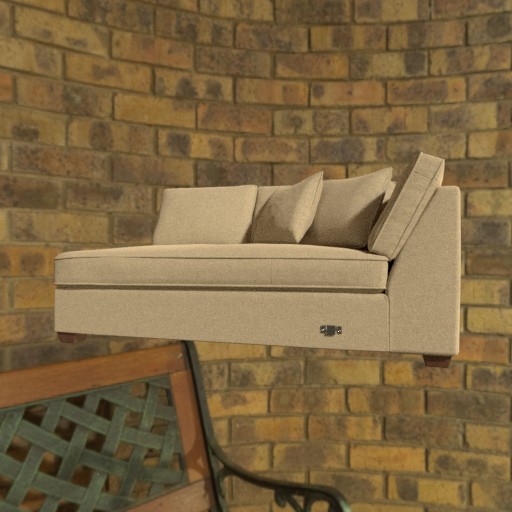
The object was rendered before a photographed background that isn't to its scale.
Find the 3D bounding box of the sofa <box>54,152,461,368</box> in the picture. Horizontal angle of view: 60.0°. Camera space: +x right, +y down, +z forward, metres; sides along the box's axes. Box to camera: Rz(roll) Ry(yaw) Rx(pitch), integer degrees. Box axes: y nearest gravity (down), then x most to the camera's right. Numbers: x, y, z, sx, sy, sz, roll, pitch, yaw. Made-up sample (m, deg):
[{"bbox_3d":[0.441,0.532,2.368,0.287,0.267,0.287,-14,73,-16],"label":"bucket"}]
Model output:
[{"bbox_3d":[0.000,0.000,2.788,2.237,1.033,1.110,0,0,18],"label":"sofa"}]
